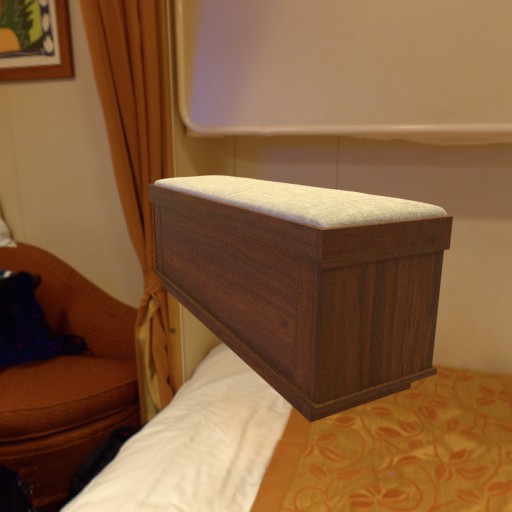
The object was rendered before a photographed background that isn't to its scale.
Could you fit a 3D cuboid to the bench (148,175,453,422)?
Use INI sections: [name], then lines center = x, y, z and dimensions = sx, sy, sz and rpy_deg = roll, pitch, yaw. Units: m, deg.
[bench]
center = 0.000, 0.000, 1.449
dimensions = 0.367, 0.468, 1.196
rpy_deg = -7, 15, -27
